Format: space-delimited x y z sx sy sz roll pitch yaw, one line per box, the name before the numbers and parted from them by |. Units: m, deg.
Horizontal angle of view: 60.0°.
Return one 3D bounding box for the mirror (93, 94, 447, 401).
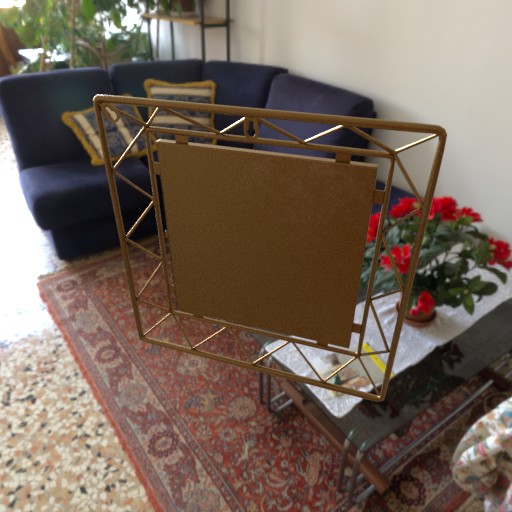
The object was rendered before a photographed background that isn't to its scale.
mirror | 0.000 0.000 0.619 0.416 0.414 0.046 10 35 16
